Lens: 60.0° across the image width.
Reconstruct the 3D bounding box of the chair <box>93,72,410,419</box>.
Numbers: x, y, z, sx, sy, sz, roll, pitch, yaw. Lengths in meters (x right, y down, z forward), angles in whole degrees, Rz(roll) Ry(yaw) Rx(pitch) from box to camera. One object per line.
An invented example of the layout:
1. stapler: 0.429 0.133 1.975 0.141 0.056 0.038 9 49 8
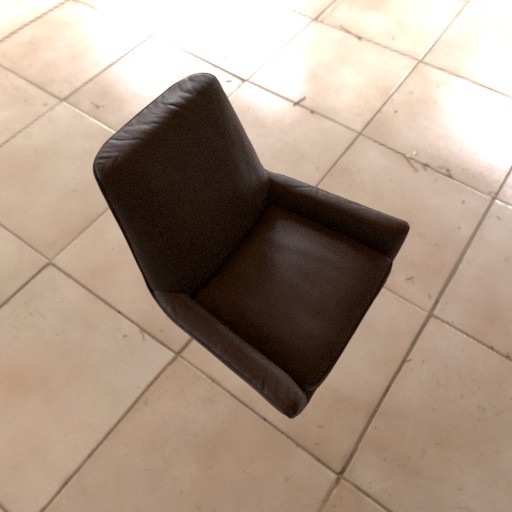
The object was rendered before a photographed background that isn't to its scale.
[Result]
1. chair: 0.000 0.000 1.527 0.824 0.888 0.787 31 64 17
